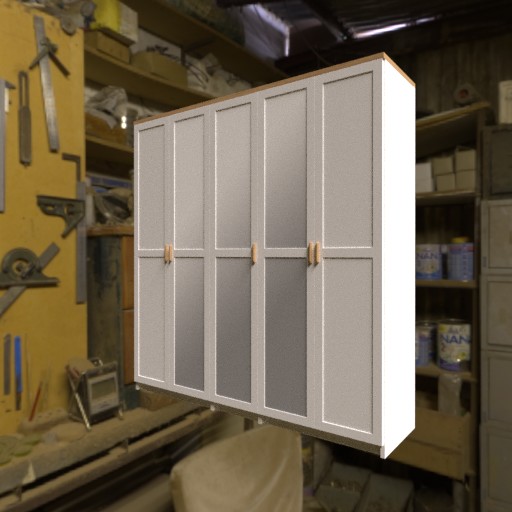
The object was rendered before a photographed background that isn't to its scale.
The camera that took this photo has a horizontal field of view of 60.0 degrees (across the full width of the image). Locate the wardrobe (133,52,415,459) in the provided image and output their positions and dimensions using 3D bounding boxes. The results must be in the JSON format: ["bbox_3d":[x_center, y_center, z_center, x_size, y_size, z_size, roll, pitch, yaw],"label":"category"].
[{"bbox_3d":[0.000,0.000,3.315,2.160,2.260,0.590,0,0,36],"label":"wardrobe"}]
